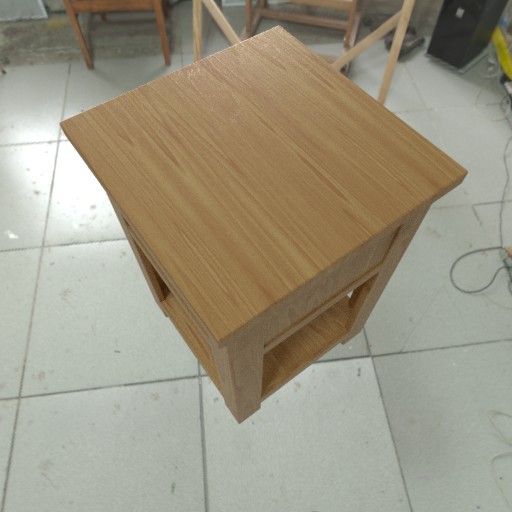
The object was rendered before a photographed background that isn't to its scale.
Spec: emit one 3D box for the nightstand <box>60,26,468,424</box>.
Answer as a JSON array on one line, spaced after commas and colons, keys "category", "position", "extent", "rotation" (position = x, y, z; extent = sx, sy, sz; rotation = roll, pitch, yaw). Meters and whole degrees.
[{"category": "nightstand", "position": [0.000, 0.000, 0.899], "extent": [0.418, 0.614, 0.428], "rotation": [-32, 64, -18]}]
